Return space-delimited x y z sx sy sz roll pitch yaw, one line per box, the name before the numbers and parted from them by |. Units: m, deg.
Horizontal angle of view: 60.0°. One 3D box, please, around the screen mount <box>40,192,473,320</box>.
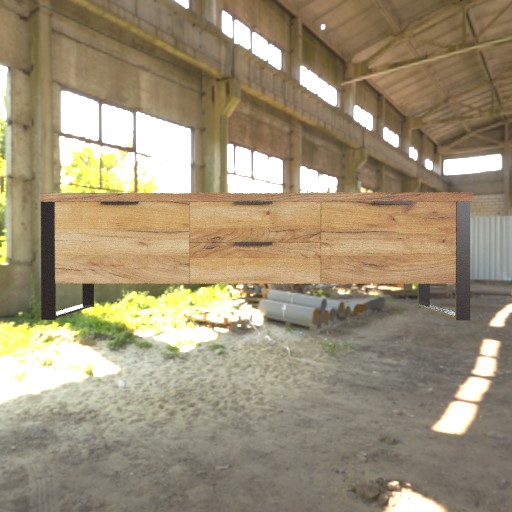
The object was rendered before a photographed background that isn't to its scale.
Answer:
screen mount | 0.000 0.000 1.743 1.524 0.450 0.395 0 1 0
